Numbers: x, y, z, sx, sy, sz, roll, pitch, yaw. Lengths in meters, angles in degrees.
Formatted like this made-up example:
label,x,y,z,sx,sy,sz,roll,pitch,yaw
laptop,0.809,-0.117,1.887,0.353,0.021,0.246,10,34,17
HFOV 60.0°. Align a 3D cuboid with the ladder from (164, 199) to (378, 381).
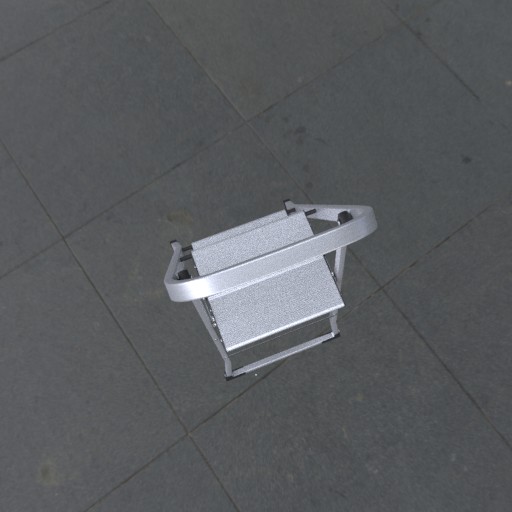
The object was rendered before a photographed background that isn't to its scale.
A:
label,x,y,z,sx,sy,sz,roll,pitch,yaw
ladder,0.000,0.000,1.155,0.465,0.830,0.530,-20,76,-5
